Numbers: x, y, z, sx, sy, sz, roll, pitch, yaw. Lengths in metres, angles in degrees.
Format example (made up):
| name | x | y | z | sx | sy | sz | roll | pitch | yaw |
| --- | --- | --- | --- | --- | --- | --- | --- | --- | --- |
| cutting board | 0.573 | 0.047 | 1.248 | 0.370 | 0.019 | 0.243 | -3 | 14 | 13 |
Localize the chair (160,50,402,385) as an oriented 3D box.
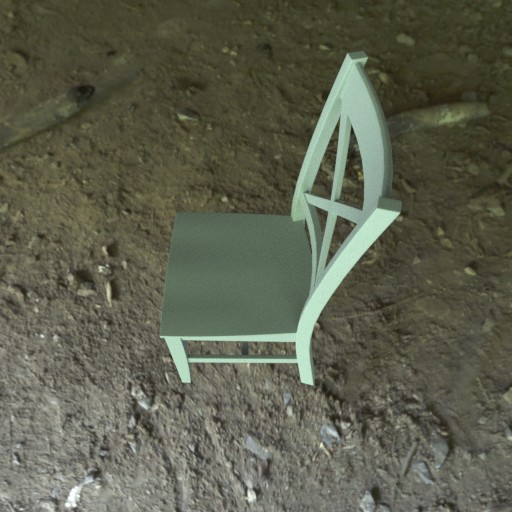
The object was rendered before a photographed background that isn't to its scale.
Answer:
| name | x | y | z | sx | sy | sz | roll | pitch | yaw |
| --- | --- | --- | --- | --- | --- | --- | --- | --- | --- |
| chair | 0.000 | 0.000 | 1.295 | 0.542 | 0.983 | 0.485 | 0 | 56 | 0 |
